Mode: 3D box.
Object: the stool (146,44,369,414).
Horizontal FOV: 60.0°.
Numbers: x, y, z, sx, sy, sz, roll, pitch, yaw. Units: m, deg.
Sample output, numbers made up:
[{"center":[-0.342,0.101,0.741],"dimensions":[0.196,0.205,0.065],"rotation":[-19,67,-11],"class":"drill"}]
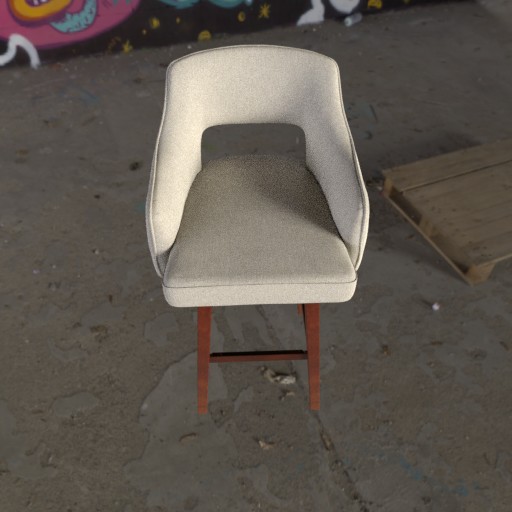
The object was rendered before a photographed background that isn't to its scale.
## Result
[{"center":[0.000,0.000,1.350],"dimensions":[0.550,1.041,0.560],"rotation":[-2,46,-2],"class":"stool"}]
